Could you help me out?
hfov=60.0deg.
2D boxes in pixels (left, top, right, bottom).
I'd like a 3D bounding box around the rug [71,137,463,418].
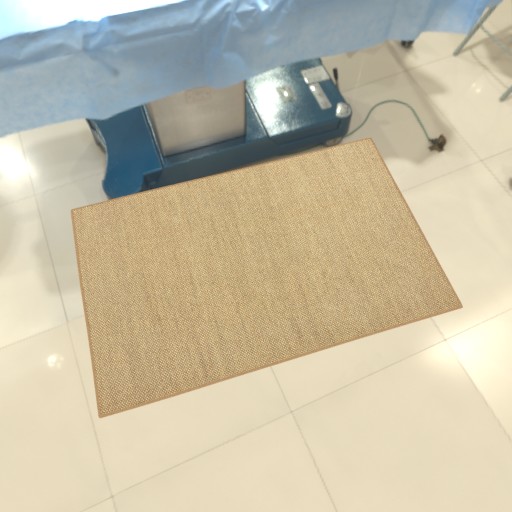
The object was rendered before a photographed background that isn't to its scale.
[{"bbox_3d":[0.000,0.000,2.147,1.668,0.012,1.061,-15,64,-8],"label":"rug"}]
